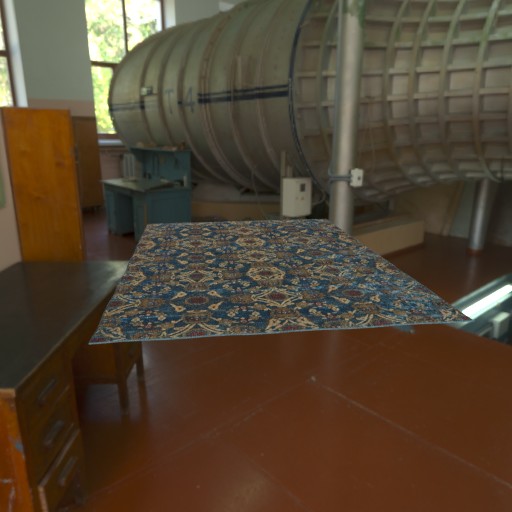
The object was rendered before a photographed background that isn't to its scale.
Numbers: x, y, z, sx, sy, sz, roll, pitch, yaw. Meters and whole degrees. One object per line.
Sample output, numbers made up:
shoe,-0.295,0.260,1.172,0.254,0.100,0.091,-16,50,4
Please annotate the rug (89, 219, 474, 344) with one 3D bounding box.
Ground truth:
rug,0.000,0.000,4.203,2.337,0.013,3.291,-2,16,-7
